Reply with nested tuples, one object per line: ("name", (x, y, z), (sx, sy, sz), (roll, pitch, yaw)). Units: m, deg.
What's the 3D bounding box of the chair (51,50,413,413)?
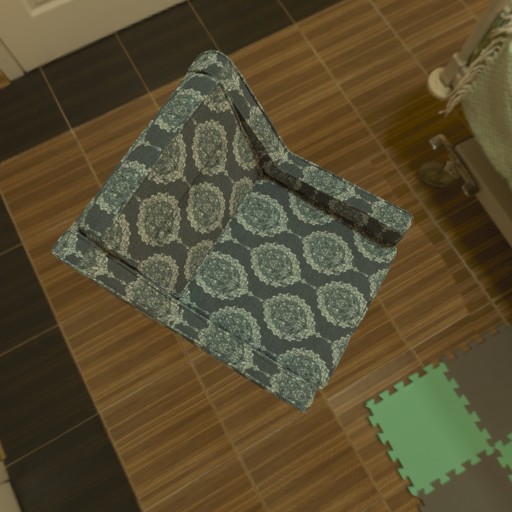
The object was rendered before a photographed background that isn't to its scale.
("chair", (0.000, 0.000, 1.359), (0.743, 0.792, 0.663), (31, 77, 8))
